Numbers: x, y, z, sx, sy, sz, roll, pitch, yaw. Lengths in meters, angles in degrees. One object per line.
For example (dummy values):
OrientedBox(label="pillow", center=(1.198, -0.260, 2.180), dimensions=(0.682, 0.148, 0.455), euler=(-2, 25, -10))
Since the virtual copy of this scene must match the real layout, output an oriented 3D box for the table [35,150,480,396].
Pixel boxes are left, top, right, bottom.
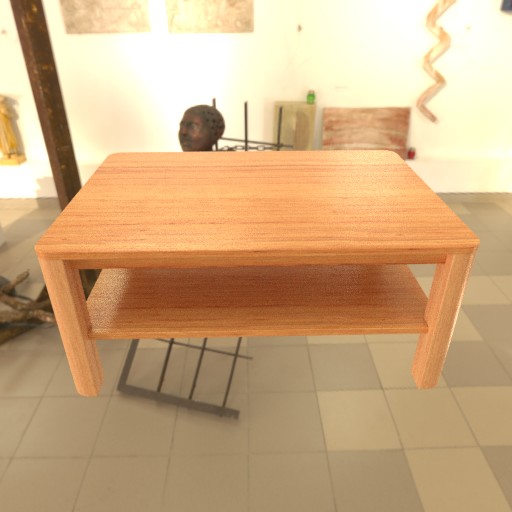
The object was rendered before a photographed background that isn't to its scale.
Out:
OrientedBox(label="table", center=(0.000, 0.000, 1.374), dimensions=(0.997, 0.445, 0.696), euler=(-1, 31, -1))
